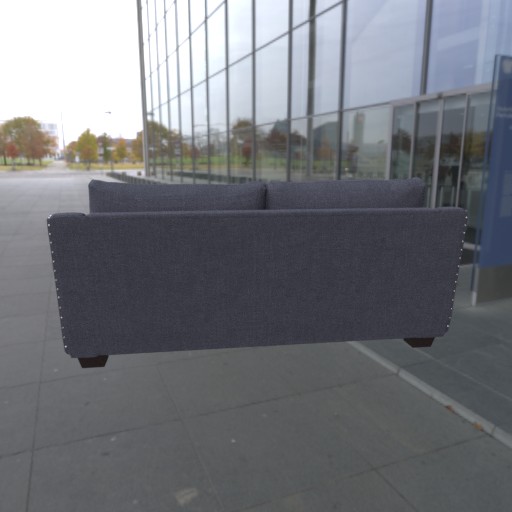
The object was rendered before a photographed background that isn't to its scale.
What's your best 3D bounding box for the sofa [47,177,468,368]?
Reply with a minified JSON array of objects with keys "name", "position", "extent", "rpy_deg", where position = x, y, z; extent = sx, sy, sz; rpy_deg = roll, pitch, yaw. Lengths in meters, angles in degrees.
[{"name":"sofa","position":[0.000,0.000,3.364],"extent":[2.550,1.196,1.336],"rpy_deg":[-2,12,-8]}]
